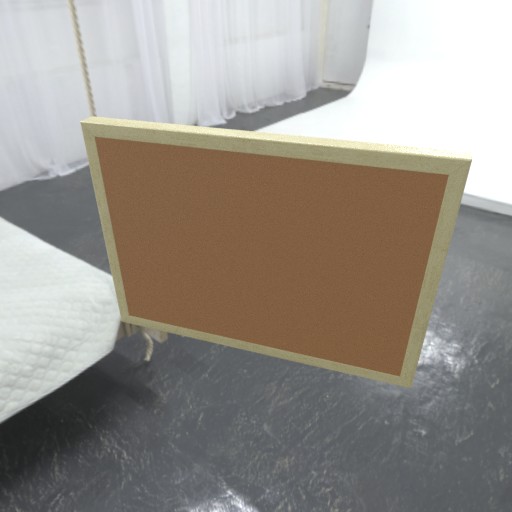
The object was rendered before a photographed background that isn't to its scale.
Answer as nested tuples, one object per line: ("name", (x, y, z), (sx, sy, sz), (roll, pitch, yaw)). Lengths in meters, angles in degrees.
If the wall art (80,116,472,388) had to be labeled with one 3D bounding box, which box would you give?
("wall art", (0.000, 0.000, 0.692), (0.533, 0.381, 0.032), (10, 33, 15))
